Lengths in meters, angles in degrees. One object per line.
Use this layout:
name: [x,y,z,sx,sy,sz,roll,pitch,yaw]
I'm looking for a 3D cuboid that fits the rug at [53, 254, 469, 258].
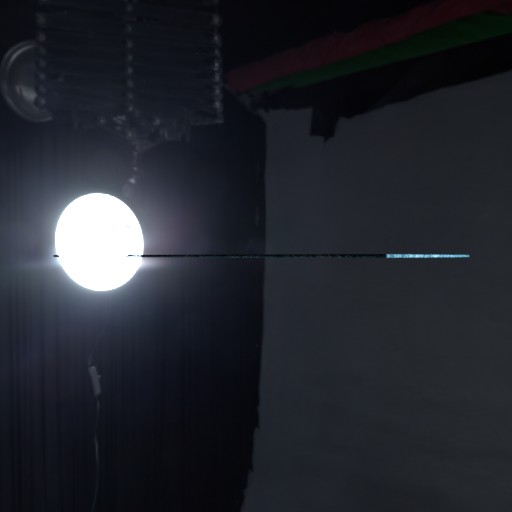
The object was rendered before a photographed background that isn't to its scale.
rug: [0.000,0.000,2.893,2.277,0.015,1.490,0,0,36]
